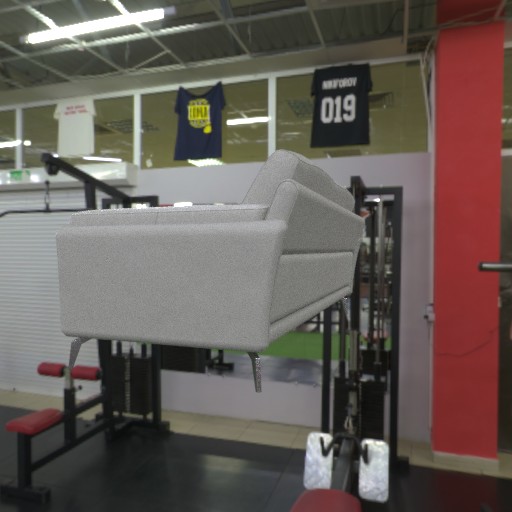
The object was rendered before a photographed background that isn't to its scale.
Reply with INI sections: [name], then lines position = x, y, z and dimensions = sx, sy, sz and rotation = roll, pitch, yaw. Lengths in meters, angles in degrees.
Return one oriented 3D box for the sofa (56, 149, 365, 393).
[sofa]
position = 0.000, 0.000, 2.644
dimensions = 1.049, 0.930, 2.101
rotation = 0, 1, 20
